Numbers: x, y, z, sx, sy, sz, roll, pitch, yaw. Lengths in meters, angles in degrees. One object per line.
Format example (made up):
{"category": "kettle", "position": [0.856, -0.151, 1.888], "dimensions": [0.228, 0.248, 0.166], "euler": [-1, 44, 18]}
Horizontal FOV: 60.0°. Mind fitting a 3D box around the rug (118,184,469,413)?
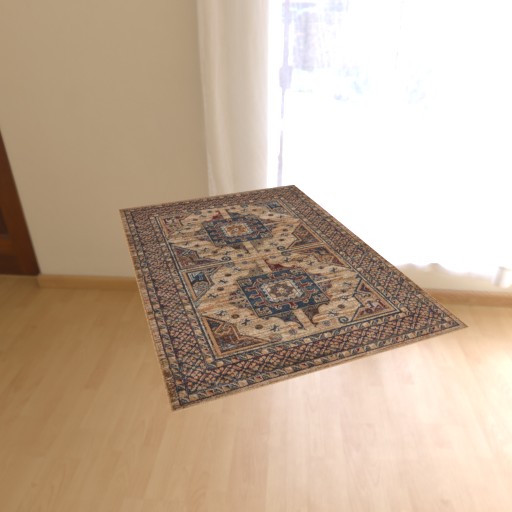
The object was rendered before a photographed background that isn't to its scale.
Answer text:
{"category": "rug", "position": [0.000, 0.000, 3.034], "dimensions": [1.611, 0.008, 2.227], "euler": [-11, 32, -18]}
